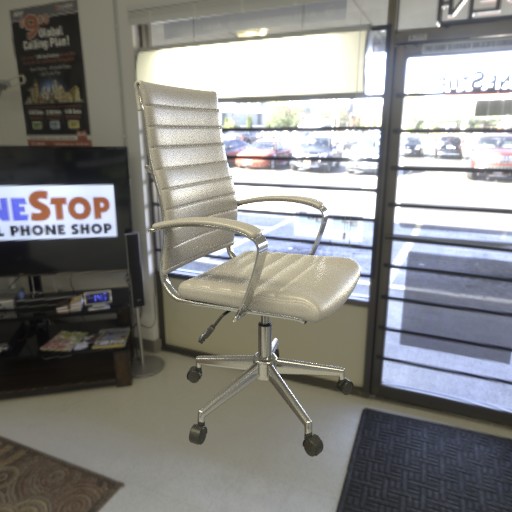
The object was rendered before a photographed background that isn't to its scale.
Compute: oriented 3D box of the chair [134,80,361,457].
[{"bbox_3d":[0.000,0.000,1.565,0.667,1.149,0.679,8,18,26],"label":"chair"}]
